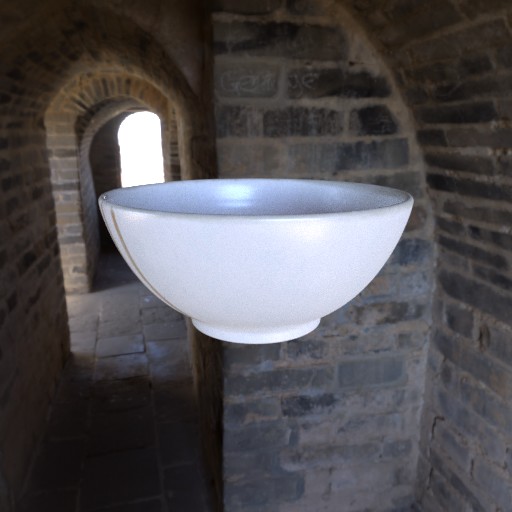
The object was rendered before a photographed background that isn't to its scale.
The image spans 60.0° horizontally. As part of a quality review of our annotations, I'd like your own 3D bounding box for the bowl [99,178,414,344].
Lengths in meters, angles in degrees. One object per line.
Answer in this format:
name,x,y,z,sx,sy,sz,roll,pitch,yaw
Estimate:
bowl,0.000,0.000,0.413,0.268,0.121,0.268,0,15,0
